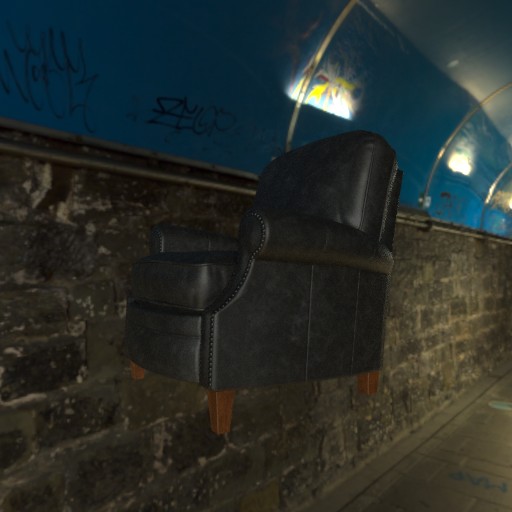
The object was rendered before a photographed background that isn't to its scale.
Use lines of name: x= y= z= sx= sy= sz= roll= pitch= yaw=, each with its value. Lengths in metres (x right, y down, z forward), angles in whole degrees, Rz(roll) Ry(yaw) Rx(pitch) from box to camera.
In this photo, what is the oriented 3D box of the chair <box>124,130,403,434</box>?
chair: x=0.000 y=0.000 z=1.768 sx=0.986 sy=1.018 sz=0.936 roll=1 pitch=-1 yaw=-34
